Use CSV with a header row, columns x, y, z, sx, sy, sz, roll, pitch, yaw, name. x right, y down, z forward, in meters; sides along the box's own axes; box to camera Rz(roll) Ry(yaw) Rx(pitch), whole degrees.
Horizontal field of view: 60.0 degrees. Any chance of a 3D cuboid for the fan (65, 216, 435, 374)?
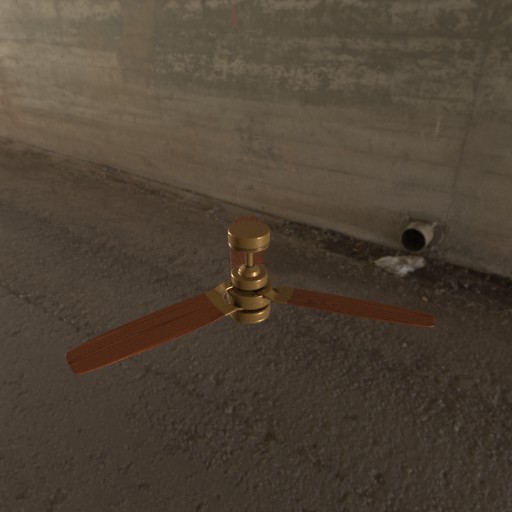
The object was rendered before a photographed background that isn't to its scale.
x,y,z,sx,sy,sz,roll,pitch,yaw,name
0.000,0.000,2.061,1.416,0.425,1.271,-1,29,-2,fan
